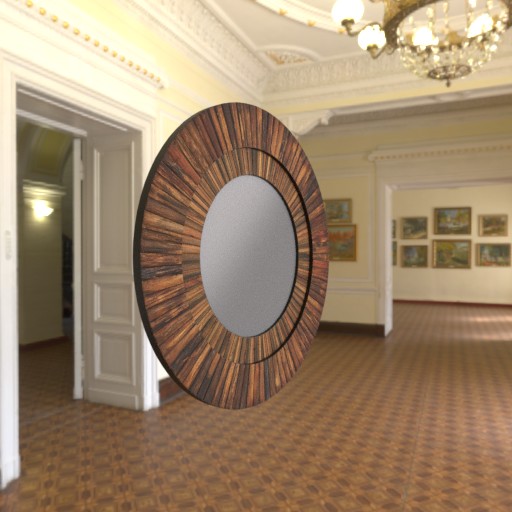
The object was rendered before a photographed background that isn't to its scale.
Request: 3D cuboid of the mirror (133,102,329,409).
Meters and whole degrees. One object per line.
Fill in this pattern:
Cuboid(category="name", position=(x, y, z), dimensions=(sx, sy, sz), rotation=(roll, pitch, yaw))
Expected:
Cuboid(category="mirror", position=(0.000, 0.000, 1.623), dimensions=(0.036, 1.077, 1.077), rotation=(0, 0, 37))
